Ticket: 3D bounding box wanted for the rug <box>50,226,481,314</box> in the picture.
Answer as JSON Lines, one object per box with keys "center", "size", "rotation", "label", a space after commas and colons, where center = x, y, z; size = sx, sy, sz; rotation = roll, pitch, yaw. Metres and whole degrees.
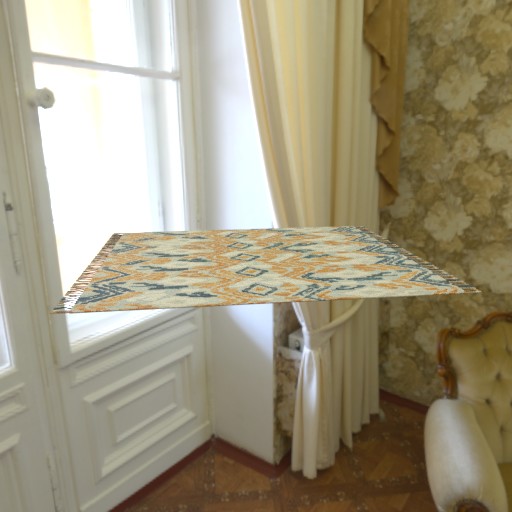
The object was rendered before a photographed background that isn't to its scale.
{"center": [0.000, 0.000, 4.242], "size": [3.048, 0.010, 2.439], "rotation": [-2, 16, -7], "label": "rug"}
